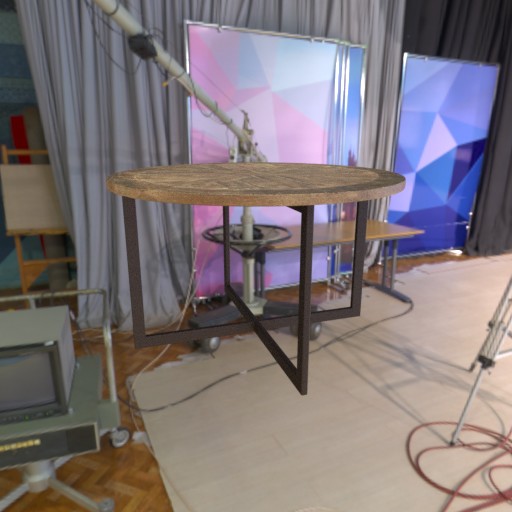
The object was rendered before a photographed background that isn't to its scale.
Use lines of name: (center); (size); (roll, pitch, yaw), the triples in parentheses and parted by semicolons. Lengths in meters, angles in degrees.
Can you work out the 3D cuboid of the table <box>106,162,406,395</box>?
table: (0.000, 0.000, 2.071); (1.264, 0.762, 1.264); (0, 16, 0)
